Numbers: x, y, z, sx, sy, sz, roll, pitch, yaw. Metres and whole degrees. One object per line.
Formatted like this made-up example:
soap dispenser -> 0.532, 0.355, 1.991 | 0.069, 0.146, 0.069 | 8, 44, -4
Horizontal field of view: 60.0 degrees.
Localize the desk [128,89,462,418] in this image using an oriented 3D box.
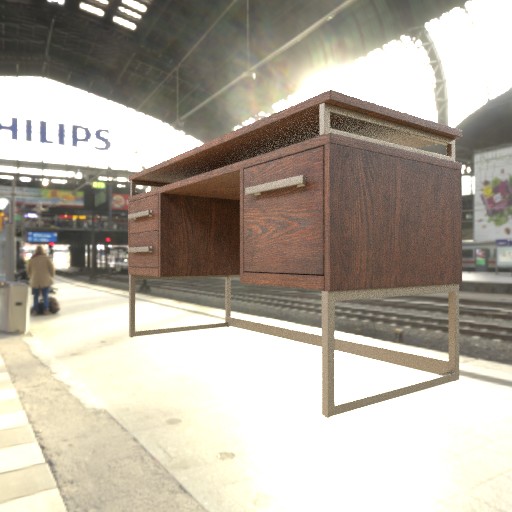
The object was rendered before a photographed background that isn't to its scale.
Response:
desk -> 0.000, 0.000, 1.782 | 0.610, 0.792, 1.384 | 0, 0, -36
